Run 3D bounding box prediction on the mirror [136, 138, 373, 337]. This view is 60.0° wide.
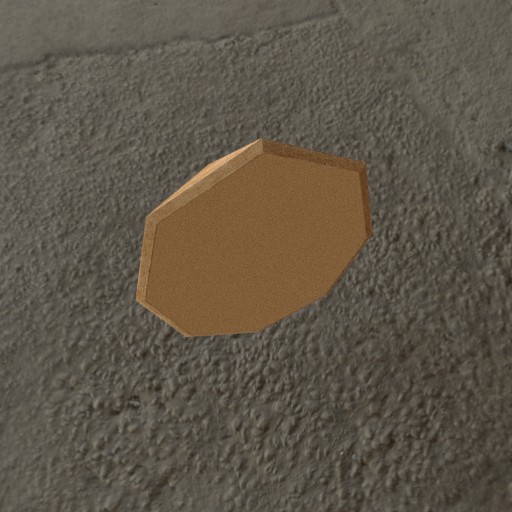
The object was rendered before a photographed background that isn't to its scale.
[{"bbox_3d":[0.000,0.000,1.043,0.577,0.774,0.070,-15,59,-10],"label":"mirror"}]
